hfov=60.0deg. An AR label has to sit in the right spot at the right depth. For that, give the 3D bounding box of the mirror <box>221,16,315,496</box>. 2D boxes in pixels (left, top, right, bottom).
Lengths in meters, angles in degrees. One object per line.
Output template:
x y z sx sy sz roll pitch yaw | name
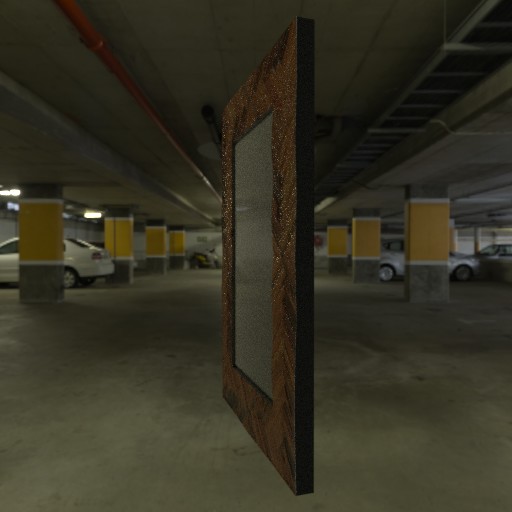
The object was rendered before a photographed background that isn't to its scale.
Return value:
0.000 0.000 1.136 0.044 0.912 0.606 0 1 -18 | mirror
